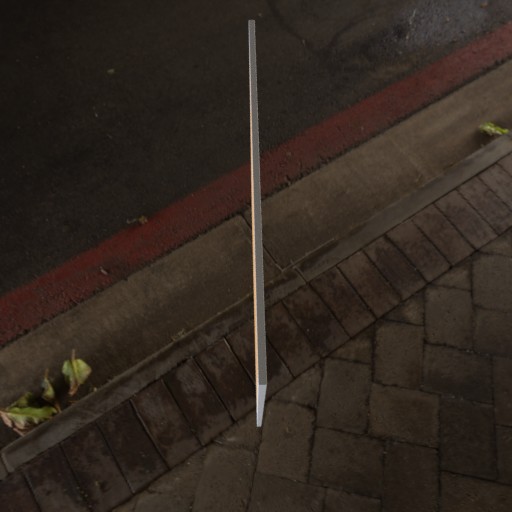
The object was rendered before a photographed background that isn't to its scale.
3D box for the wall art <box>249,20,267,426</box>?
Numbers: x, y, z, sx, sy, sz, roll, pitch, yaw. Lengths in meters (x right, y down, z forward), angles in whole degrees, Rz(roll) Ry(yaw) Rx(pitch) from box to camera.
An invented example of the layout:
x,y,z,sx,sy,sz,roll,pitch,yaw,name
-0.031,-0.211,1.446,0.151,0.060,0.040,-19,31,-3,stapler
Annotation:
x,y,z,sx,sy,sz,roll,pitch,yaw,name
0.000,0.000,1.209,0.013,0.813,0.812,-1,65,-1,wall art
